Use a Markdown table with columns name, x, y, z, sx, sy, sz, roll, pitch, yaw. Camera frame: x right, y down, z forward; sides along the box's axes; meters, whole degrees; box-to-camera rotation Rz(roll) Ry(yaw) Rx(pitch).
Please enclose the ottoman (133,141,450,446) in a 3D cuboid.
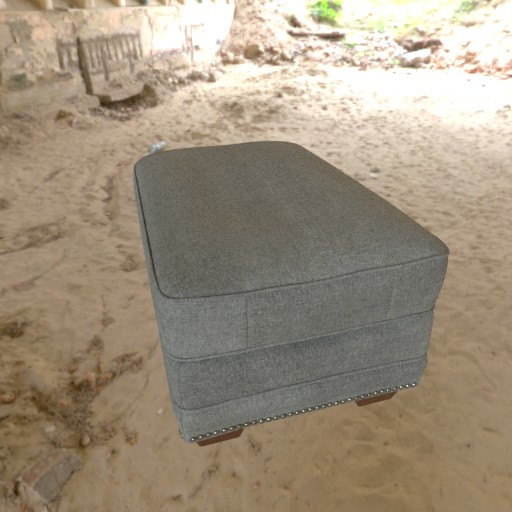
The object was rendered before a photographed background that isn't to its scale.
| name | x | y | z | sx | sy | sz | roll | pitch | yaw |
| --- | --- | --- | --- | --- | --- | --- | --- | --- | --- |
| ottoman | 0.000 | 0.000 | 1.159 | 0.561 | 0.457 | 0.813 | -9 | 31 | -14 |
